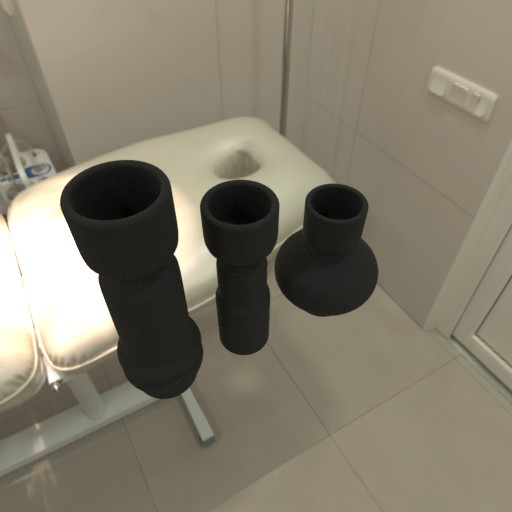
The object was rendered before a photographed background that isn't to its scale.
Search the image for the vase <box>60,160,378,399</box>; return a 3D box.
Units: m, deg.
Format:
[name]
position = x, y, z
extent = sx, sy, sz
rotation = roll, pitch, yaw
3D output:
[vase]
position = 0.000, 0.000, 0.434
extent = 0.307, 0.249, 0.120
rotation = -23, 50, -20
